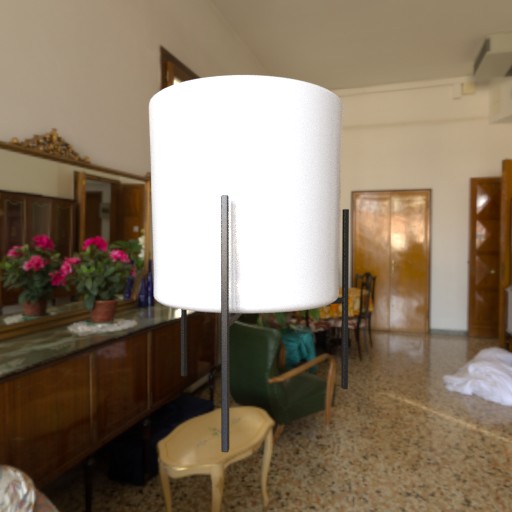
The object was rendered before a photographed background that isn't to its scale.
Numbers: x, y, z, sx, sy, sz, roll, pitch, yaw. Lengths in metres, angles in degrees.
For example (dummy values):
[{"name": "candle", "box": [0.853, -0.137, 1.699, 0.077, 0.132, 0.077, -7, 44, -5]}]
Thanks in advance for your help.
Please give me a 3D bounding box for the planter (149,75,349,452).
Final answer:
[{"name": "planter", "box": [0.000, 0.000, 0.662, 0.308, 0.431, 0.307, -1, 2, -18]}]
